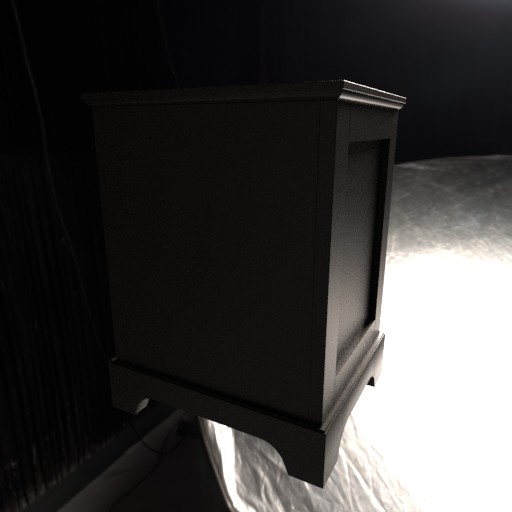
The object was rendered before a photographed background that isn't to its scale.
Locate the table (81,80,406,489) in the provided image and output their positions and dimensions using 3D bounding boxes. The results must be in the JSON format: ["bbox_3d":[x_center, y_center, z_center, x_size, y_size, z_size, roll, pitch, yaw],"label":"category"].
[{"bbox_3d":[0.000,0.000,0.896,0.460,0.610,0.399,9,18,27],"label":"table"}]
